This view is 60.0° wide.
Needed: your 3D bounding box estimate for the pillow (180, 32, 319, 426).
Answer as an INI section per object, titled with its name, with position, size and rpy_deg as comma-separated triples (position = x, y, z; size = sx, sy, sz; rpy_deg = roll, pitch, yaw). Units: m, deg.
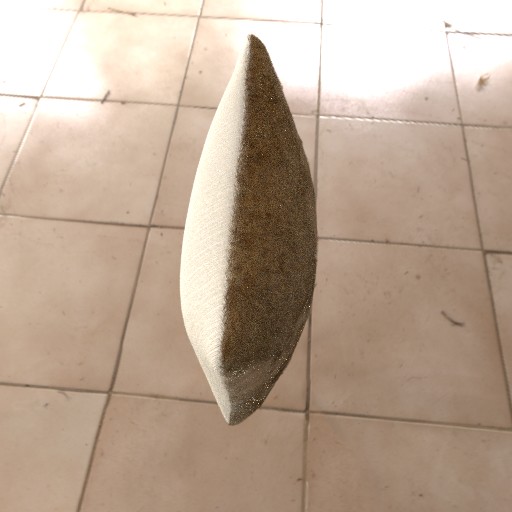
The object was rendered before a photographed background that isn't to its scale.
[pillow]
position = 0.000, 0.000, 0.800
size = 0.216, 0.525, 0.538
rpy_deg = 4, 62, 2
